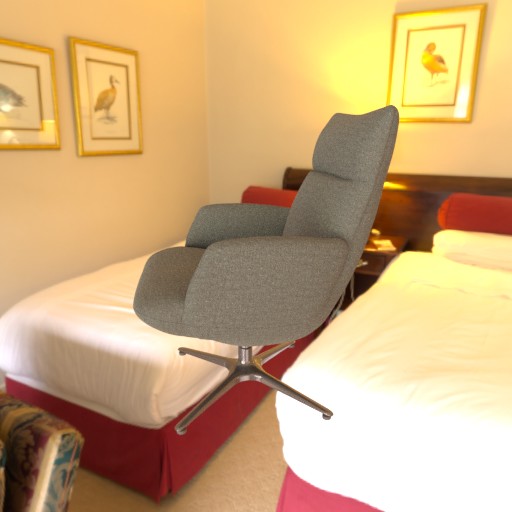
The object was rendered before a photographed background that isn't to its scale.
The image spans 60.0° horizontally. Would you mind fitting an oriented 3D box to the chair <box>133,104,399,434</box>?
[{"bbox_3d":[0.000,0.000,1.555,0.831,0.984,0.702,-2,15,-8],"label":"chair"}]
